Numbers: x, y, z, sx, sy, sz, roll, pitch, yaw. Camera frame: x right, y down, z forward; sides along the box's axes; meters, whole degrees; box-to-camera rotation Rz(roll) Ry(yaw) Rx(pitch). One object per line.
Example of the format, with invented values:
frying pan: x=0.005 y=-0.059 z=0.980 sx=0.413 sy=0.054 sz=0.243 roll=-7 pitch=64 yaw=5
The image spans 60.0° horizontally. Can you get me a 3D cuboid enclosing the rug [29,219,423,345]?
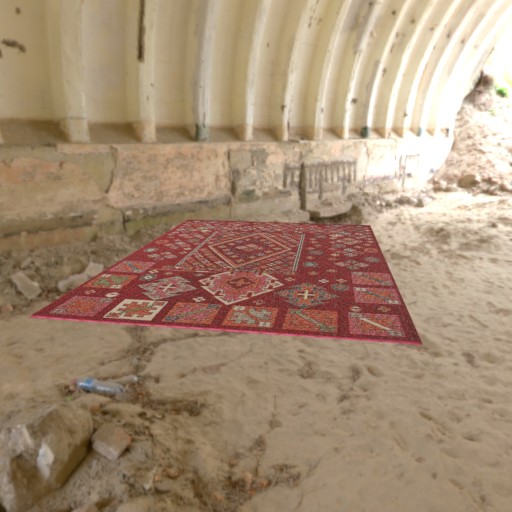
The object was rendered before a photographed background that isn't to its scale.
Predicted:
rug: x=0.000 y=0.000 z=4.191 sx=2.389 sy=0.011 sz=3.306 roll=2 pitch=16 yaw=9
